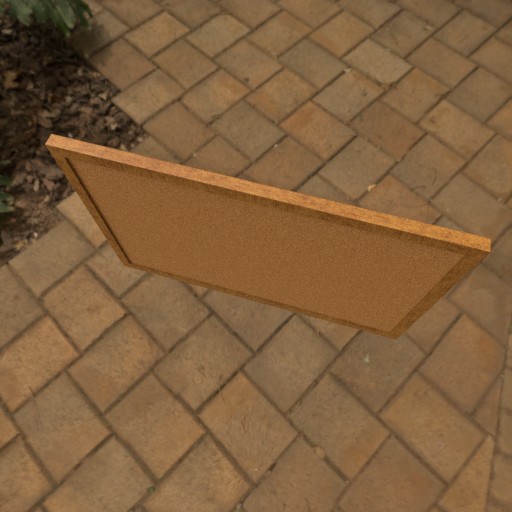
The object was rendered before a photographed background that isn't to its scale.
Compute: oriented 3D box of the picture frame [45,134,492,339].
[{"bbox_3d":[0.000,0.000,1.170,0.922,0.621,0.029,15,65,7],"label":"picture frame"}]
